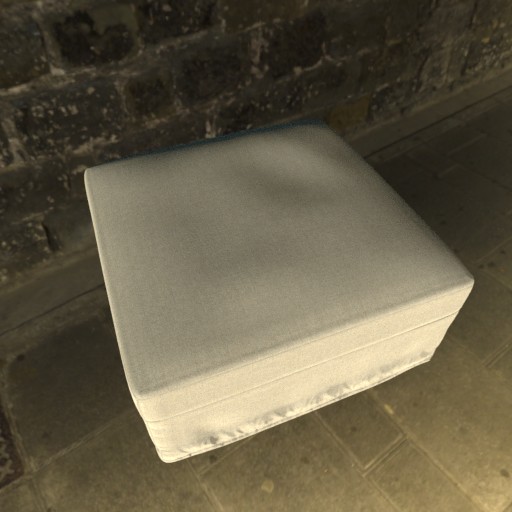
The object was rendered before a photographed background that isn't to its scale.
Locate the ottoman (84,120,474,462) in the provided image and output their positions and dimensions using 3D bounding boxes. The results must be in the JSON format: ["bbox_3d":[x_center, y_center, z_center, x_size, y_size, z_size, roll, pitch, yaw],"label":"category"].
[{"bbox_3d":[0.000,0.000,1.326,0.843,0.436,0.840,-16,49,-15],"label":"ottoman"}]
